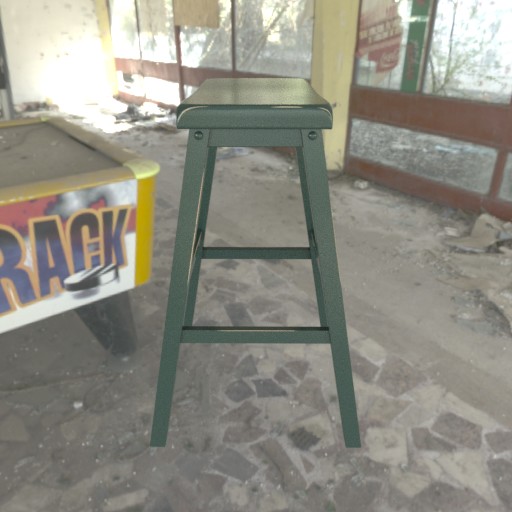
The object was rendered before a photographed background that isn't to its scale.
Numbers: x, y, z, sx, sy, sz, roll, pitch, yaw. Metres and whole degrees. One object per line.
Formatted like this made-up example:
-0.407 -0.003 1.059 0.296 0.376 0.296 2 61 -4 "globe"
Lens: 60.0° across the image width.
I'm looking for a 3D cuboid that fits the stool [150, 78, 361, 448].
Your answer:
0.000 0.000 1.037 0.476 0.737 0.457 0 27 0 "stool"
